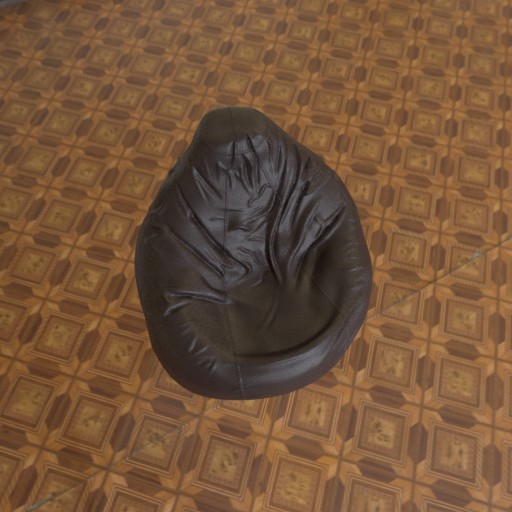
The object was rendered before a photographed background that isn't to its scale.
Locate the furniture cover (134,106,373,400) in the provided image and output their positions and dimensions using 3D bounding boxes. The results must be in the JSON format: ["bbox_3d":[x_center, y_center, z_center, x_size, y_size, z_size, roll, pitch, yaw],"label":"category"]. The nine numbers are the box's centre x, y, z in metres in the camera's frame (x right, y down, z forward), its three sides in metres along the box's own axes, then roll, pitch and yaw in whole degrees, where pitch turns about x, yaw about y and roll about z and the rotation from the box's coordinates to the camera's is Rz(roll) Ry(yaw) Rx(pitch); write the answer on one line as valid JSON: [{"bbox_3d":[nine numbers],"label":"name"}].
[{"bbox_3d":[0.000,0.000,1.916,1.070,0.990,1.070,-14,64,-7],"label":"furniture cover"}]
